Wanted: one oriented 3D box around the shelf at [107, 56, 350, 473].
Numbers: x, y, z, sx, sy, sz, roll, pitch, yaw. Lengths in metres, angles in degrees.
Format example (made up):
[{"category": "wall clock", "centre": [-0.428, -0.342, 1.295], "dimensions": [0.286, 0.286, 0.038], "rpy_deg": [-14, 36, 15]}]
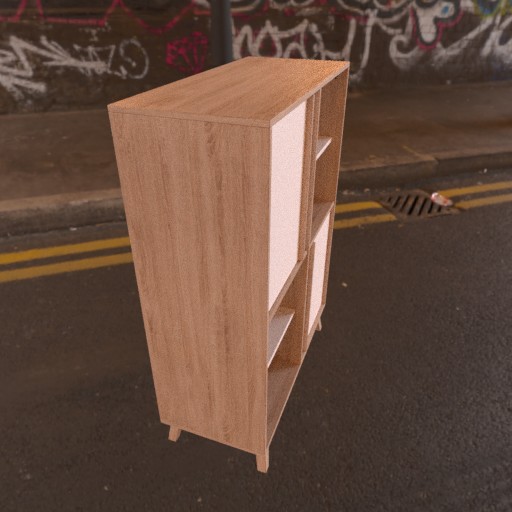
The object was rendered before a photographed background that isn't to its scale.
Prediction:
[{"category": "shelf", "centre": [0.000, 0.000, 1.844], "dimensions": [0.450, 1.390, 1.000], "rpy_deg": [11, 33, 18]}]
